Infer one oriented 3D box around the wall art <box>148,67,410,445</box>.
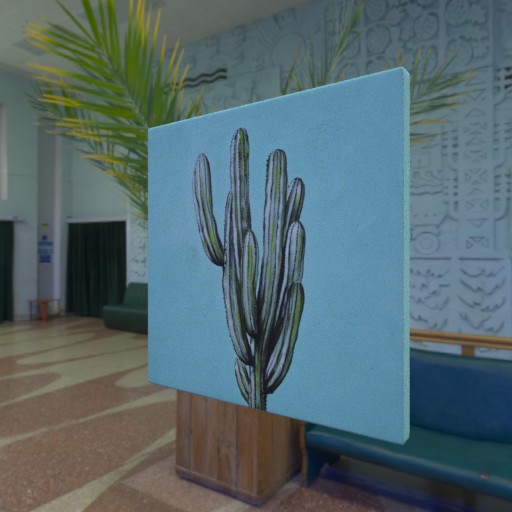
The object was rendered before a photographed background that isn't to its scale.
[{"bbox_3d":[0.000,0.000,1.136,0.765,0.766,0.054,0,0,35],"label":"wall art"}]
